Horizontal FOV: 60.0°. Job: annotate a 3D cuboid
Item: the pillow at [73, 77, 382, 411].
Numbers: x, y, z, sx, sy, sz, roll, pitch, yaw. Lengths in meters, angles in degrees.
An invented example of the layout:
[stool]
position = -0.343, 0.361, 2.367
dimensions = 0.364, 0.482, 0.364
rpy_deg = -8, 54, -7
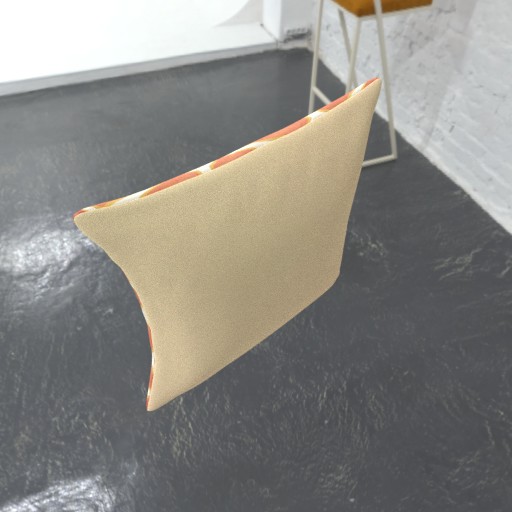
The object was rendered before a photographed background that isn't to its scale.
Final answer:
[pillow]
position = 0.000, 0.000, 0.806
dimensions = 0.552, 0.508, 0.166
rpy_deg = -32, 54, -27
